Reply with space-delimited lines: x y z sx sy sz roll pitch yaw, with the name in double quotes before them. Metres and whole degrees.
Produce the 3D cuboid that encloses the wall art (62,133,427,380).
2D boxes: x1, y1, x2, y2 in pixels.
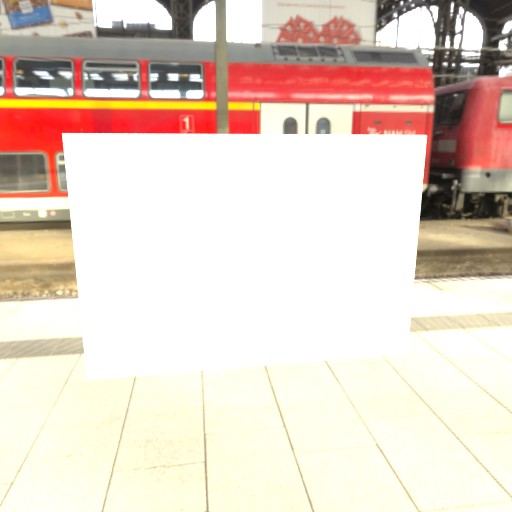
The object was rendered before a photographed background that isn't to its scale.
"wall art" 0.000 0.000 1.705 1.308 0.902 0.051 -2 14 -10
